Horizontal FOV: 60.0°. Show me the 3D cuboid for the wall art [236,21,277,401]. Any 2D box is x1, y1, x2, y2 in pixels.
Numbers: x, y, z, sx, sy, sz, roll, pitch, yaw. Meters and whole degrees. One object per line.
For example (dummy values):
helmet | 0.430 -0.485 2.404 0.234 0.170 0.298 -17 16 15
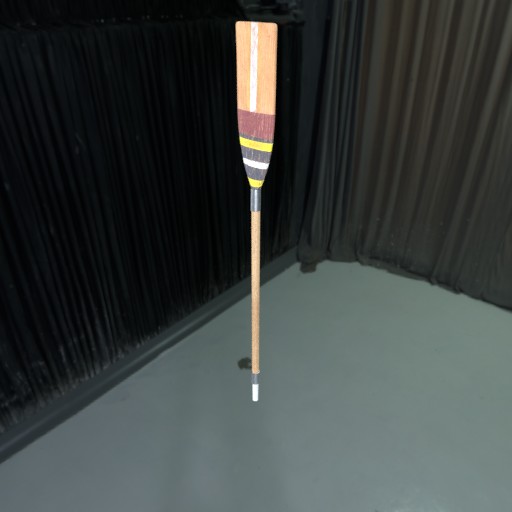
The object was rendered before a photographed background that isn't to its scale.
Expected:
wall art | 0.000 0.000 1.665 0.146 1.556 0.038 22 37 32
